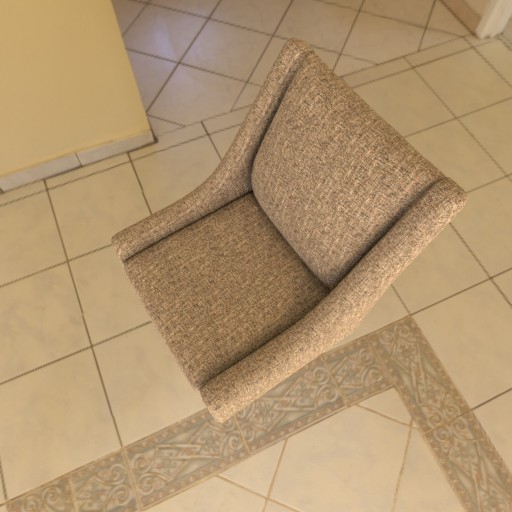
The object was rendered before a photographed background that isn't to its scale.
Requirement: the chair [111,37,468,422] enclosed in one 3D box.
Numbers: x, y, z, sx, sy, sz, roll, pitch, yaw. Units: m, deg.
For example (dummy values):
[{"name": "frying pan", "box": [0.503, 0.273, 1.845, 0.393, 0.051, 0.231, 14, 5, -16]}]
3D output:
[{"name": "chair", "box": [0.000, 0.000, 1.617, 0.870, 1.014, 0.774, -31, 67, -15]}]
